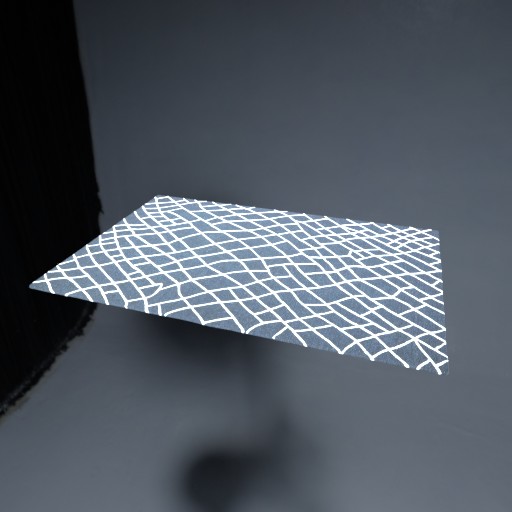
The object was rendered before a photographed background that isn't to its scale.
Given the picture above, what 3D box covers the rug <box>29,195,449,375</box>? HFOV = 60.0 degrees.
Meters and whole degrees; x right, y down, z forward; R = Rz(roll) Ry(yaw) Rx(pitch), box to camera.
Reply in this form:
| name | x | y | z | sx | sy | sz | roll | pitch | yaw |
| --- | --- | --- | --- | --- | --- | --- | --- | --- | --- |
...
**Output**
| name | x | y | z | sx | sy | sz | roll | pitch | yaw |
| --- | --- | --- | --- | --- | --- | --- | --- | --- | --- |
| rug | 0.000 | 0.000 | 2.313 | 1.830 | 0.013 | 1.223 | 9 | 30 | 16 |
